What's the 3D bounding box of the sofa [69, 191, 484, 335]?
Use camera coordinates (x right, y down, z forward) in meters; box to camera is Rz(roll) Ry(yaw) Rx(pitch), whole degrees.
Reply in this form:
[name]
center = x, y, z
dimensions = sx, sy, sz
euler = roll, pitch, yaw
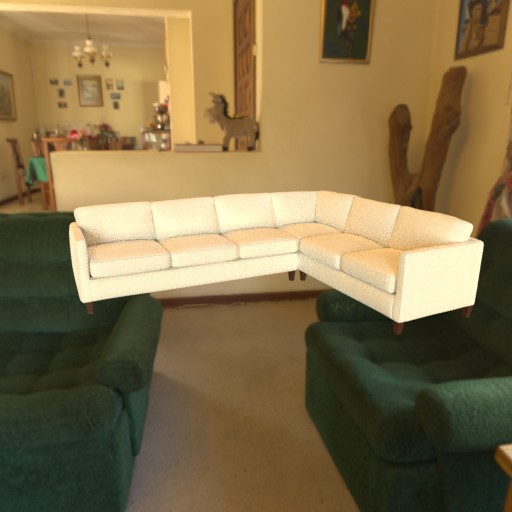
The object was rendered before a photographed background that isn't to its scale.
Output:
[sofa]
center = 0.000, 0.000, 4.403
dimensions = 3.302, 0.947, 2.593
euler = -7, 17, -24
